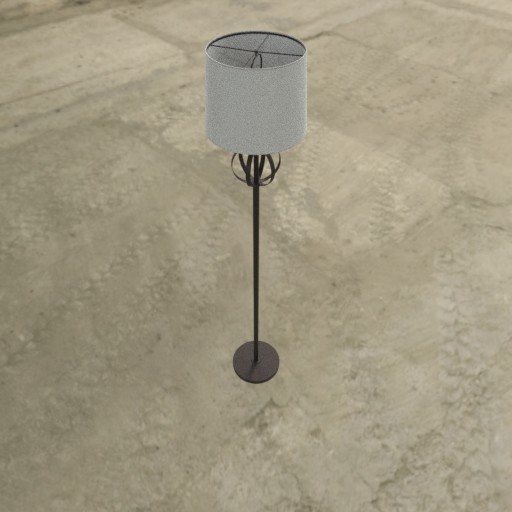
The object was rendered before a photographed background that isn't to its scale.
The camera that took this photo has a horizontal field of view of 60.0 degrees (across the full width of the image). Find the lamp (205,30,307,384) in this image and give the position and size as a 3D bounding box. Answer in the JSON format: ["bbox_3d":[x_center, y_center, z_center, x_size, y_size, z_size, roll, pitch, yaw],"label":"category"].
[{"bbox_3d":[0.000,0.000,1.617,0.286,1.462,0.286,-10,46,-10],"label":"lamp"}]
